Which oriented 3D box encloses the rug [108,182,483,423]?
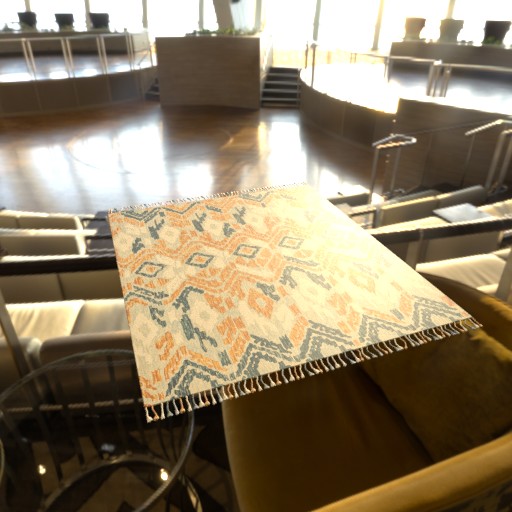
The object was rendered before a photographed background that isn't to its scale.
[{"bbox_3d":[0.000,0.000,4.106,2.439,0.010,3.048,-11,33,-17],"label":"rug"}]
